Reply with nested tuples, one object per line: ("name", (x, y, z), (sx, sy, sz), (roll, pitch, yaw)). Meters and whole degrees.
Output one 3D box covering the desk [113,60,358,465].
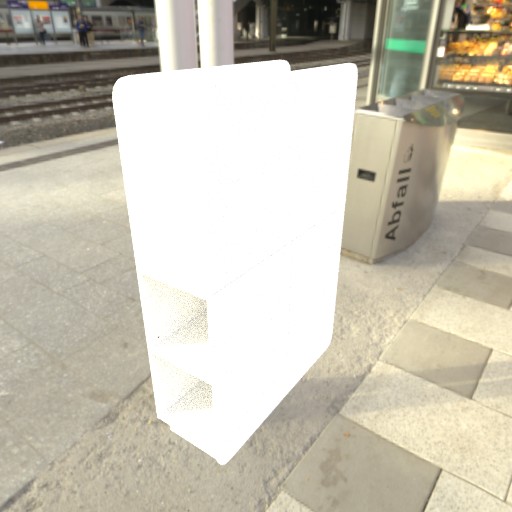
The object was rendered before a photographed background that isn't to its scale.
("desk", (0.000, 0.000, 1.523), (0.278, 1.190, 0.795), (18, 32, 31))
